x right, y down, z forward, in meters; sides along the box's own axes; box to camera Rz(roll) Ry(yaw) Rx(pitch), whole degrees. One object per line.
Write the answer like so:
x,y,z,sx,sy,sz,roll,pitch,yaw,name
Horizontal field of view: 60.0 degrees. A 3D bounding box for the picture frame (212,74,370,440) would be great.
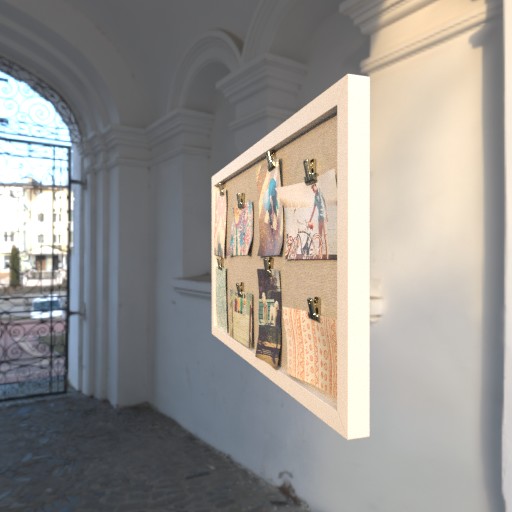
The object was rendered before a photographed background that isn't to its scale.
0.000,0.000,0.765,0.044,0.379,0.647,0,0,-18,picture frame
